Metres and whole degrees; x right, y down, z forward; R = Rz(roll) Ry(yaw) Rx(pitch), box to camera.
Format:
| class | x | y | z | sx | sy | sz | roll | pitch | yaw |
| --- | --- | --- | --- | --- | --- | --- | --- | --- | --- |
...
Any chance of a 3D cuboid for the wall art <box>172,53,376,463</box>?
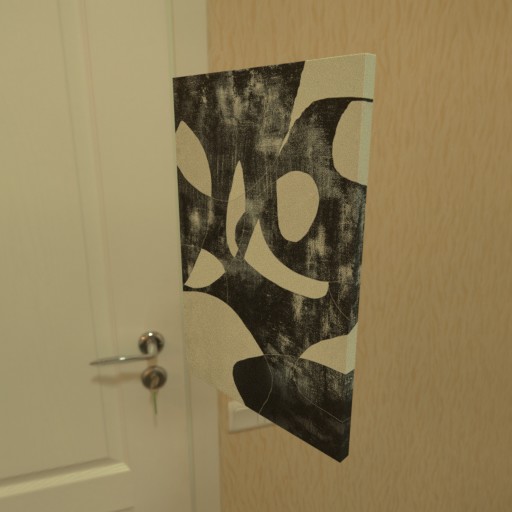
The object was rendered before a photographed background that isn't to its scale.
| class | x | y | z | sx | sy | sz | roll | pitch | yaw |
| --- | --- | --- | --- | --- | --- | --- | --- | --- | --- |
| wall art | 0.000 | 0.000 | 1.166 | 0.610 | 0.915 | 0.041 | 15 | 22 | 42 |
